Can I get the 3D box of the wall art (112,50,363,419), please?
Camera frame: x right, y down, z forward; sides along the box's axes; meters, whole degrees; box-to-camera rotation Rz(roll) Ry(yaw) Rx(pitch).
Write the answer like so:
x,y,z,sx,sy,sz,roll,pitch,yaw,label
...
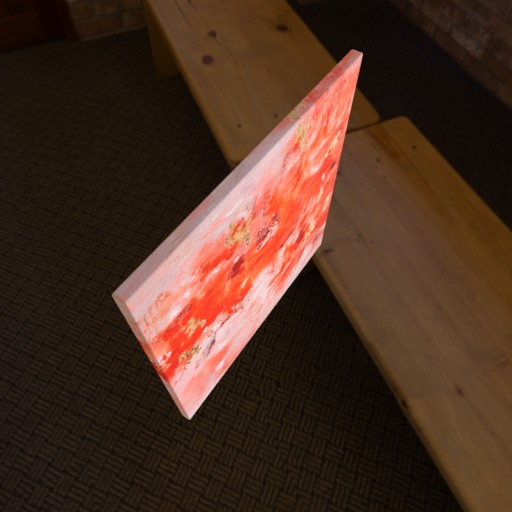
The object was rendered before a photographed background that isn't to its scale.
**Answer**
x,y,z,sx,sy,sz,roll,pitch,yaw,label
0.000,0.000,1.330,0.066,0.878,0.878,30,62,18,wall art
